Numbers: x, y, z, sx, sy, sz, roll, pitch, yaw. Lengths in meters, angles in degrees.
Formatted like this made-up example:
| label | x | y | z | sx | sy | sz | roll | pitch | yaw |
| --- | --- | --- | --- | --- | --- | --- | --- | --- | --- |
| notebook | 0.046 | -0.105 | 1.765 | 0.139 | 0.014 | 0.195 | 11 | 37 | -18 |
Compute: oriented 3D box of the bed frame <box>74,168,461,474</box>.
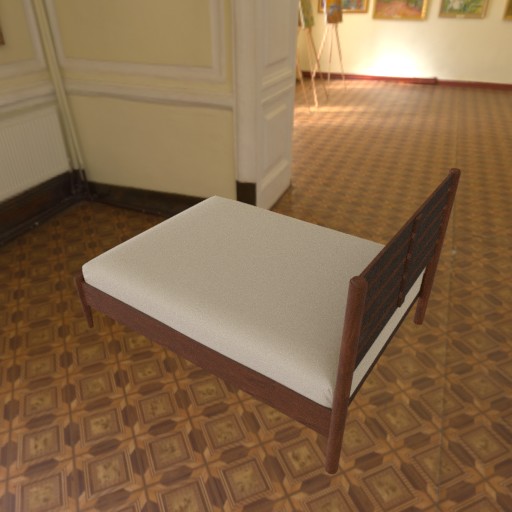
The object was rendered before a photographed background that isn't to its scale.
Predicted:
| label | x | y | z | sx | sy | sz | roll | pitch | yaw |
| --- | --- | --- | --- | --- | --- | --- | --- | --- | --- |
| bed frame | 0.000 | 0.000 | 3.287 | 2.234 | 1.321 | 1.655 | 20 | 37 | 29 |
